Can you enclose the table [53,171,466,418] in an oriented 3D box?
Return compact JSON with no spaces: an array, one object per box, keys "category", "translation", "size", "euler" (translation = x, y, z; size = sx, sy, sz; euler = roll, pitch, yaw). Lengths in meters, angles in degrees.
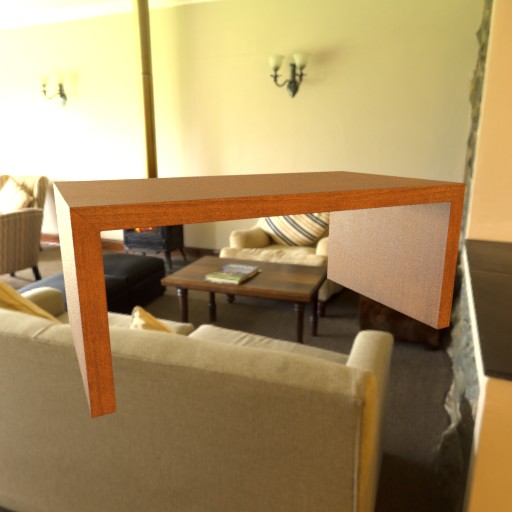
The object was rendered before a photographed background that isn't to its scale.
[{"category":"table","translation":[0.000,0.000,1.276],"size":[1.000,0.419,0.549],"euler":[-7,16,-26]}]
